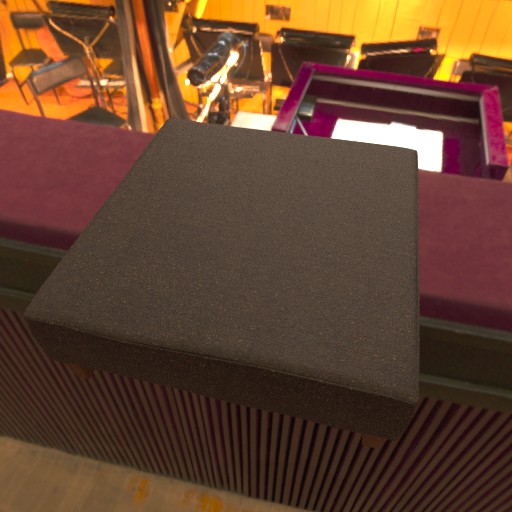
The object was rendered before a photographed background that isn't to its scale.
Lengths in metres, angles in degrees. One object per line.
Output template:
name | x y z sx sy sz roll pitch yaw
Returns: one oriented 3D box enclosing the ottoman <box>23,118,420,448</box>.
ottoman | 0.000 0.000 1.471 0.968 0.382 1.004 10 47 9
